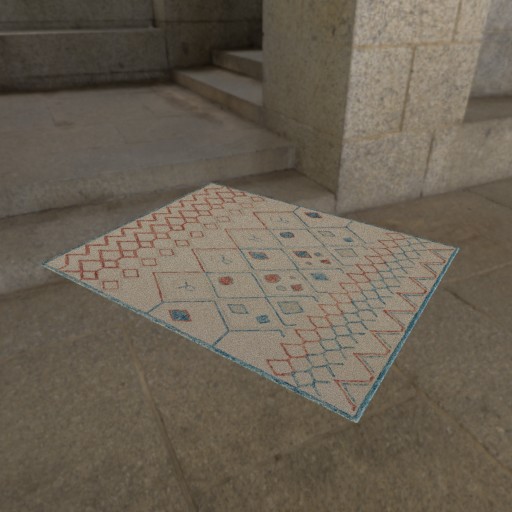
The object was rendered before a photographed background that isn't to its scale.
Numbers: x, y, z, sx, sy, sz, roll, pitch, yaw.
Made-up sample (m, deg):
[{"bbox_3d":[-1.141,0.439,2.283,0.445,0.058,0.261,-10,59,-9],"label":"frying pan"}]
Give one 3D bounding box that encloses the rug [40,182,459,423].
[{"bbox_3d":[0.000,0.000,4.118,3.050,0.016,2.441,19,35,29],"label":"rug"}]
